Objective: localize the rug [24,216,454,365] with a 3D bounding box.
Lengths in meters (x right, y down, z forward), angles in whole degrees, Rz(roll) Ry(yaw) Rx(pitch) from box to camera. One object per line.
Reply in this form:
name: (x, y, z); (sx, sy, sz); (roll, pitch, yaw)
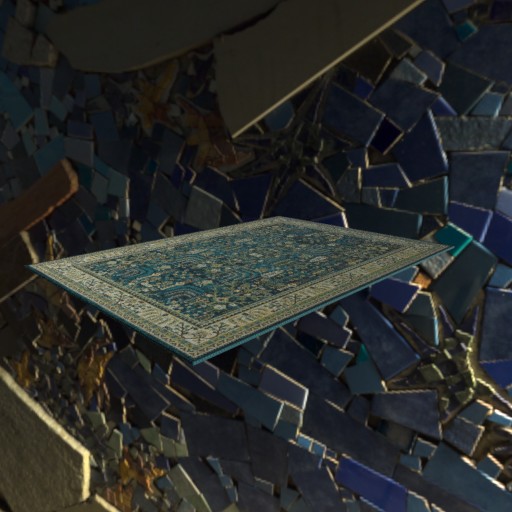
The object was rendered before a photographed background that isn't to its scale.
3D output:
rug: (0.000, 0.000, 2.786); (1.594, 0.013, 2.213); (15, 22, 43)
